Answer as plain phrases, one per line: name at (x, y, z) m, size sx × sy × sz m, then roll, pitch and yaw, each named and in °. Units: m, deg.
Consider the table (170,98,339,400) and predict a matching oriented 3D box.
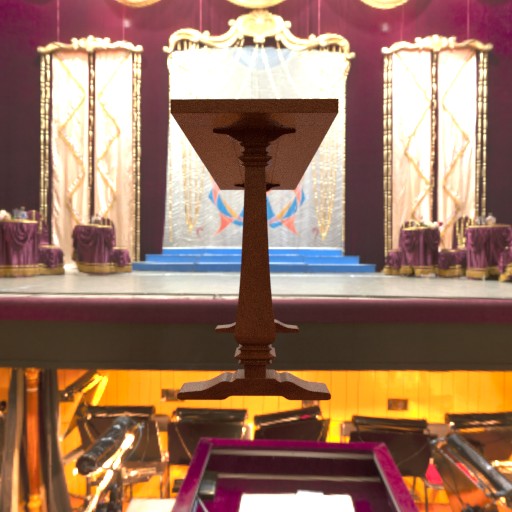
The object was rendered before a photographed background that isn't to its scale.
table at (0.000, 0.000, 1.922) m, size 0.461 × 0.852 × 1.478 m, roll 0°, pitch 1°, yaw 1°
